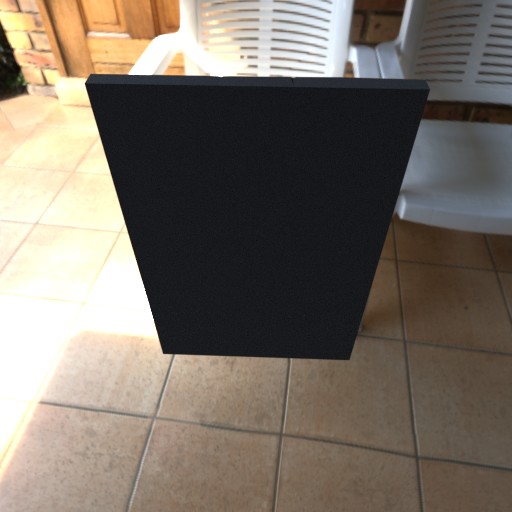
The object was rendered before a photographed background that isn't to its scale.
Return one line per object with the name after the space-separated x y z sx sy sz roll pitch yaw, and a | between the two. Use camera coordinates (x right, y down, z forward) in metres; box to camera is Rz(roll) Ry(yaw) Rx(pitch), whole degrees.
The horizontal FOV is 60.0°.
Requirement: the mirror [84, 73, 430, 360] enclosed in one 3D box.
0.000 0.000 1.123 0.606 0.912 0.044 2 47 1 | mirror
